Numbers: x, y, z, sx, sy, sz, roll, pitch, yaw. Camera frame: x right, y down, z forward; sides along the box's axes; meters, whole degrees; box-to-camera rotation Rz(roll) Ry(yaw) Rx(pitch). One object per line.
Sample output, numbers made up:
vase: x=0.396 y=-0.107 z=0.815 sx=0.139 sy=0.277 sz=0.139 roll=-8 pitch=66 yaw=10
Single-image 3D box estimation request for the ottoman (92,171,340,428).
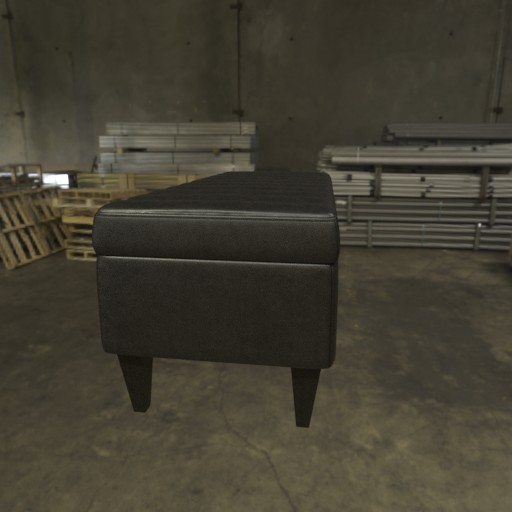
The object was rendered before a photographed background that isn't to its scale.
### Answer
ottoman: x=0.000 y=0.000 z=1.398 sx=0.482 sy=0.469 sz=1.151 roll=2 pitch=14 yaw=8
